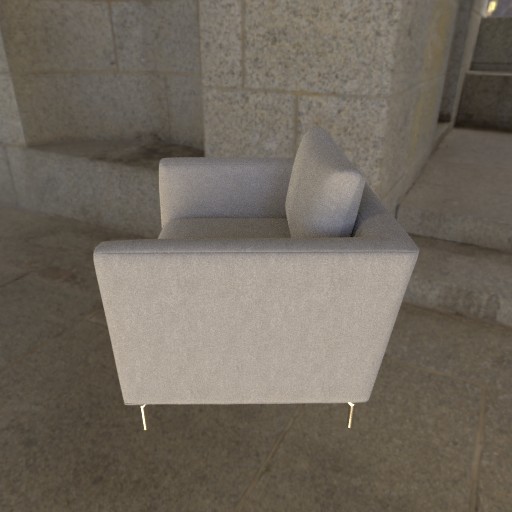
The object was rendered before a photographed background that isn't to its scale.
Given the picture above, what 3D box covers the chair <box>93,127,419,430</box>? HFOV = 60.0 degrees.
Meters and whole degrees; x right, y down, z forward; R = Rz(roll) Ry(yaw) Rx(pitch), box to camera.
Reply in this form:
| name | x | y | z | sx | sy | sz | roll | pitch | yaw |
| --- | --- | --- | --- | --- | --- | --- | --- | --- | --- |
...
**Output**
| name | x | y | z | sx | sy | sz | roll | pitch | yaw |
| --- | --- | --- | --- | --- | --- | --- | --- | --- | --- |
| chair | 0.000 | 0.000 | 1.730 | 0.889 | 0.864 | 1.041 | 0 | 26 | -1 |
